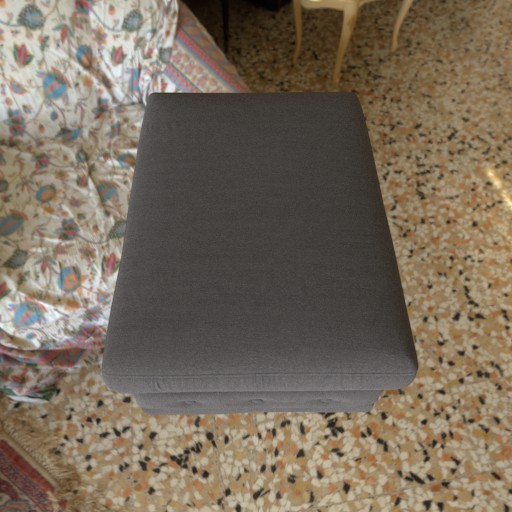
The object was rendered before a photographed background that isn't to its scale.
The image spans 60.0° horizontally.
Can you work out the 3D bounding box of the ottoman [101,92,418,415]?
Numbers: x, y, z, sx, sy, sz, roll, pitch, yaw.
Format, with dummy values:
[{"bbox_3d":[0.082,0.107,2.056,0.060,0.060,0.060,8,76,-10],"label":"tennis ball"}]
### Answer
[{"bbox_3d":[0.000,0.000,1.131,0.569,0.500,0.771,-1,57,0],"label":"ottoman"}]
